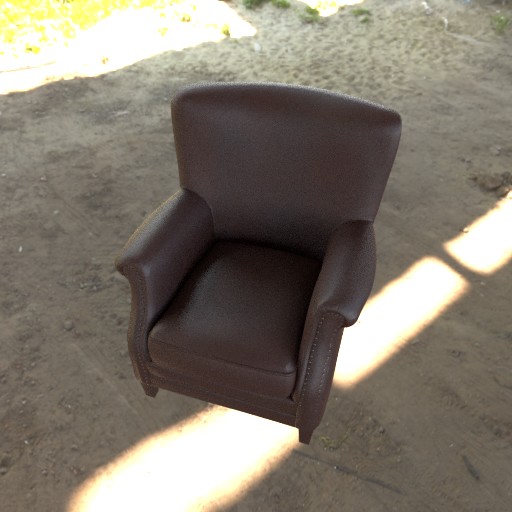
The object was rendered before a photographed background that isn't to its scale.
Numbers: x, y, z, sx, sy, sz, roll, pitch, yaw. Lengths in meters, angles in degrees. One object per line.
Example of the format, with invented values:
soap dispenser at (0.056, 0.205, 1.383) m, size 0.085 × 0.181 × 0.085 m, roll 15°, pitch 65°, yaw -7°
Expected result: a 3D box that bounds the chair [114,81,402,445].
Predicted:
chair at (0.000, 0.000, 1.342) m, size 0.700 × 0.800 × 0.746 m, roll 12°, pitch 42°, yaw 13°
